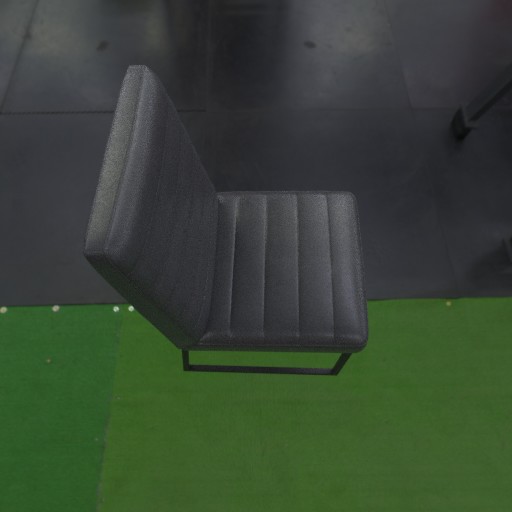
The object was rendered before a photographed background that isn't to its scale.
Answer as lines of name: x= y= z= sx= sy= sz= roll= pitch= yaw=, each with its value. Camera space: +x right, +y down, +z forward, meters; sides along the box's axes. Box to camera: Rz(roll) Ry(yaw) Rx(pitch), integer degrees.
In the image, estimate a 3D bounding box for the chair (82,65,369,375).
chair: x=0.000 y=0.000 z=1.300 sx=0.634 sy=0.930 sz=0.520 roll=1 pitch=62 yaw=1
